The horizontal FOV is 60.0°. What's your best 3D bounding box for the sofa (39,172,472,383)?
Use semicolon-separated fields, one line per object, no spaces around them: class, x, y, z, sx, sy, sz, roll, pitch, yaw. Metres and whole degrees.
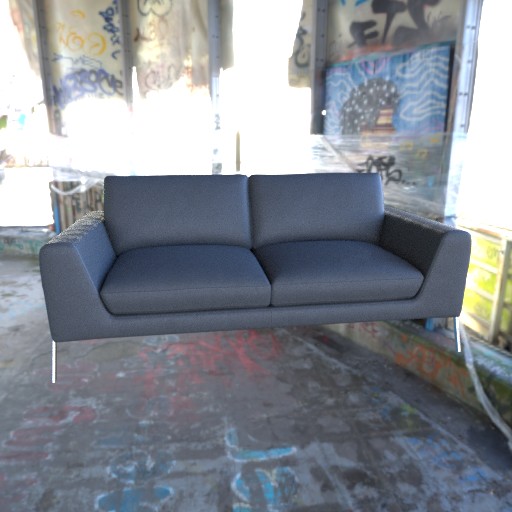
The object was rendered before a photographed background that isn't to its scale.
sofa;0.000;0.000;2.486;2.017;0.875;0.953;-2;15;-9
